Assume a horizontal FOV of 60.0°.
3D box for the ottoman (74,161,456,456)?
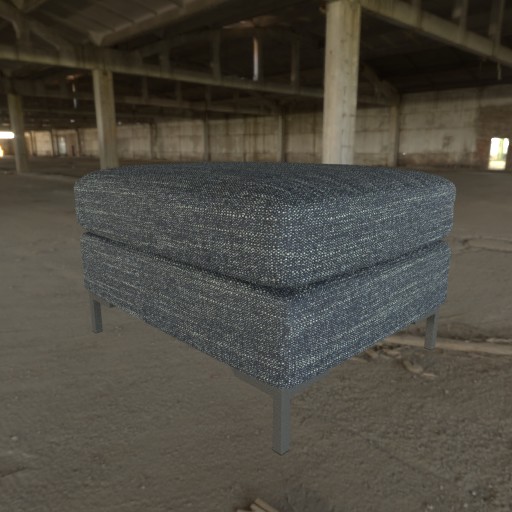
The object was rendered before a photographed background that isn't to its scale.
[{"bbox_3d":[0.000,0.000,1.203,0.667,0.491,0.814,-13,19,-43],"label":"ottoman"}]
